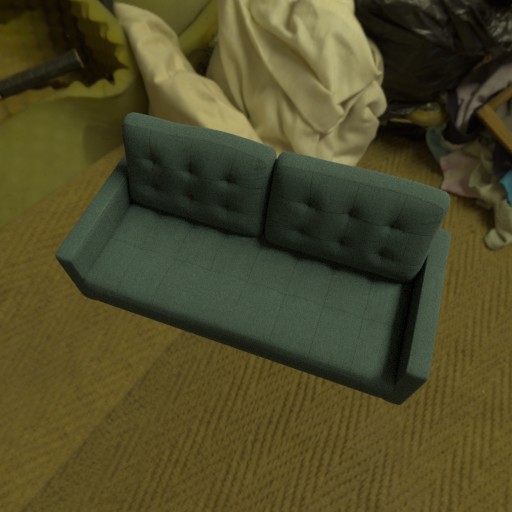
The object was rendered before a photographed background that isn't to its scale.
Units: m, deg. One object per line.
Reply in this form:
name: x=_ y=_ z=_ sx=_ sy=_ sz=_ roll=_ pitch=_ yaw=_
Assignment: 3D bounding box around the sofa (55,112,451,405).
sofa: x=0.000 y=0.000 z=2.546 sx=2.010 sy=1.050 sz=0.966 roll=17 pitch=60 yaw=10
